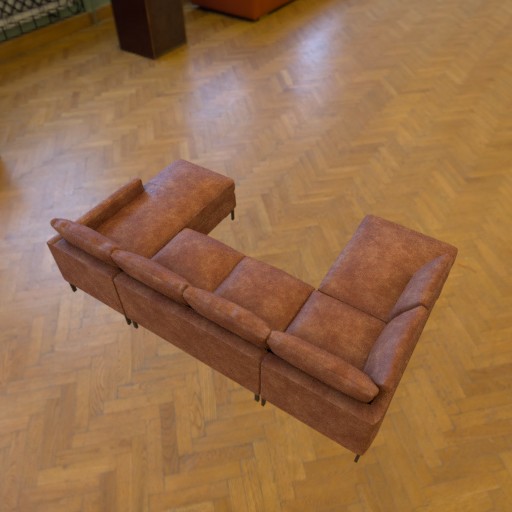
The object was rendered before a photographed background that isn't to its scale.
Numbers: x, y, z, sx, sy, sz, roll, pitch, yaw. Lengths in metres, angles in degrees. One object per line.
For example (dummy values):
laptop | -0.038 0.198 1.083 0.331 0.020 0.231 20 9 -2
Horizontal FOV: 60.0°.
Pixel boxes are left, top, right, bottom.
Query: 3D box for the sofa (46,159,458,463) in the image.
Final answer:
sofa | 0.000 0.000 3.855 2.956 0.900 1.939 25 52 21
